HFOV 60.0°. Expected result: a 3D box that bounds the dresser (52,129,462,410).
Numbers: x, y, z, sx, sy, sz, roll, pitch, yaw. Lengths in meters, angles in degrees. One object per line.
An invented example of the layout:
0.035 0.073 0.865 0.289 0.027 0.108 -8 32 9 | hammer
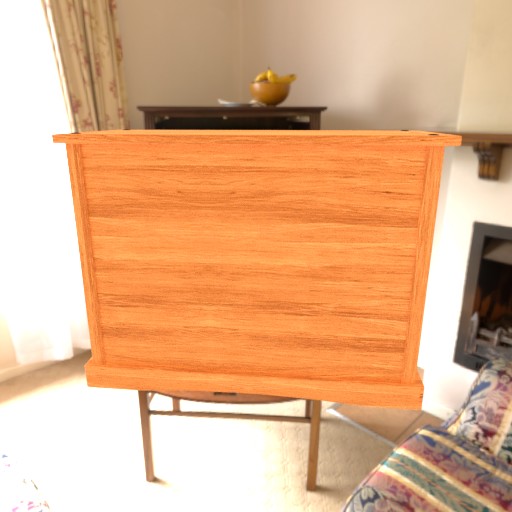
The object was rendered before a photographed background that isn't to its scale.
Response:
0.000 0.000 1.364 0.990 0.740 0.410 2 17 6 | dresser
